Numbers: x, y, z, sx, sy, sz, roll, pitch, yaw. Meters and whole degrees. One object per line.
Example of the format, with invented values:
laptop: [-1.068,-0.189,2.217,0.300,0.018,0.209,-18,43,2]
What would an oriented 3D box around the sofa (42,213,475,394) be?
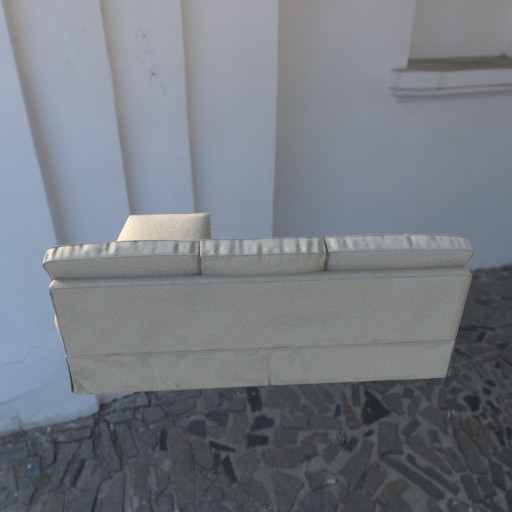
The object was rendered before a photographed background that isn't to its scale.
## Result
sofa: [0.000,0.000,3.348,2.475,0.978,1.733,-2,28,-3]
